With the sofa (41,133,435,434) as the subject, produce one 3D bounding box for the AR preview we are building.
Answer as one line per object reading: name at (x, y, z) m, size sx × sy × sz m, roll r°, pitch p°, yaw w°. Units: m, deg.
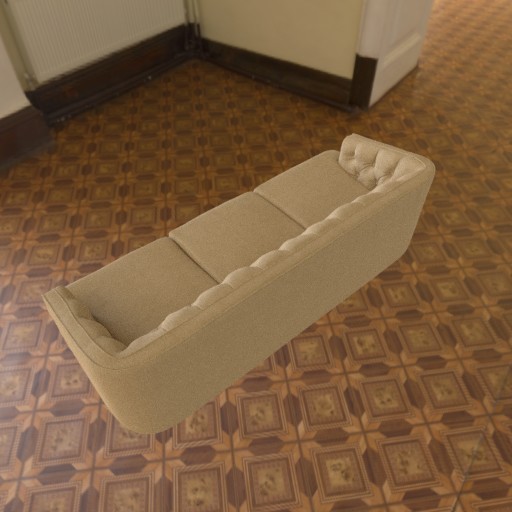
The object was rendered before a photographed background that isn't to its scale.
sofa at (0.000, 0.000, 2.649) m, size 2.235 × 0.788 × 0.913 m, roll -31°, pitch 54°, yaw -26°
